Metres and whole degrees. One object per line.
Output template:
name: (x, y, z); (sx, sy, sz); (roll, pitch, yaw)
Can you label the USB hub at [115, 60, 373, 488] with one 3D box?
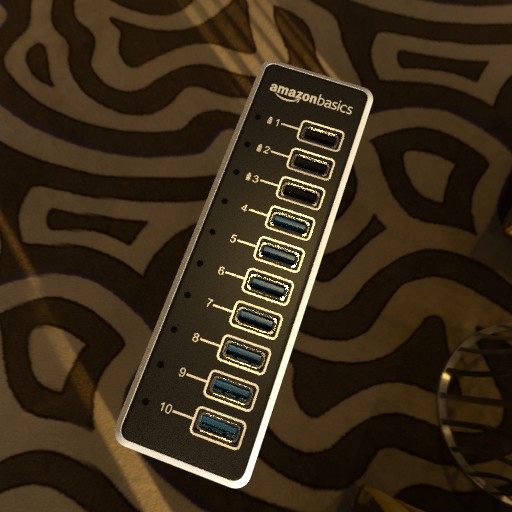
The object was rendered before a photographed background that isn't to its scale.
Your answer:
USB hub: (0.000, 0.000, 0.161); (0.044, 0.023, 0.145); (19, 76, 5)
